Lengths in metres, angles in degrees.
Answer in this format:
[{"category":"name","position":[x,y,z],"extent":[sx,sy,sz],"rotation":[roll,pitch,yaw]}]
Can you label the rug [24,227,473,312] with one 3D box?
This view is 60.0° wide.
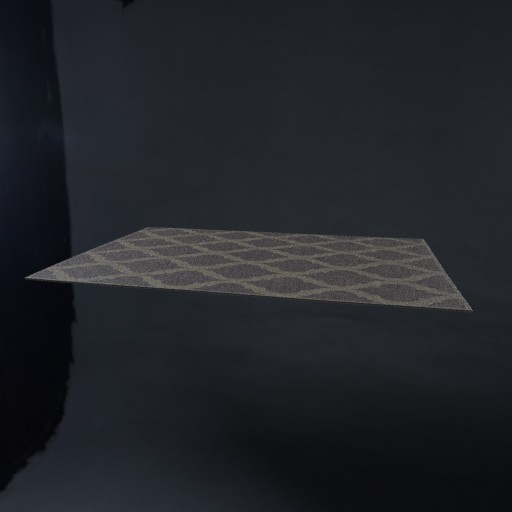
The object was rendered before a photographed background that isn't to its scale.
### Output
[{"category":"rug","position":[0.000,0.000,2.899],"extent":[2.284,0.008,1.522],"rotation":[3,15,12]}]
